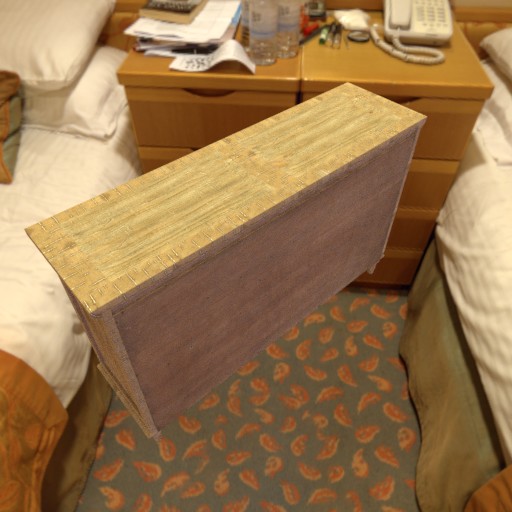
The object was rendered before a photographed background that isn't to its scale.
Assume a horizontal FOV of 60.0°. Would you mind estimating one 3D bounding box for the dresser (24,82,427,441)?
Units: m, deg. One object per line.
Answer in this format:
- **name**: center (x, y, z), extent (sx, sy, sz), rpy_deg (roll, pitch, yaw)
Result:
- **dresser**: center (0.000, 0.000, 2.072), extent (1.626, 1.016, 0.457), rpy_deg (-33, 54, -28)
